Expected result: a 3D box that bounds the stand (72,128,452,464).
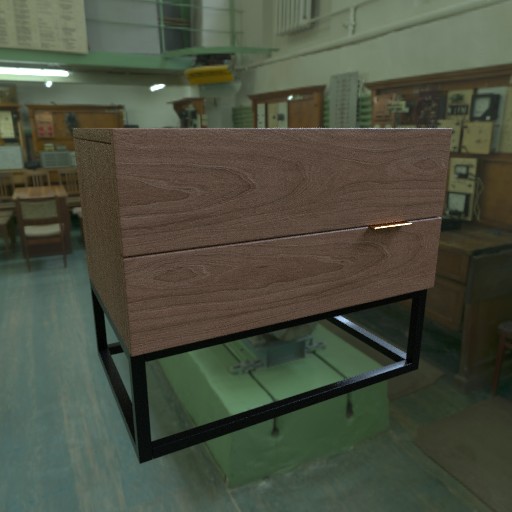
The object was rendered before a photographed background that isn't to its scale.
[{"bbox_3d":[0.000,0.000,0.903,0.600,0.500,0.420,-8,18,-27],"label":"stand"}]
